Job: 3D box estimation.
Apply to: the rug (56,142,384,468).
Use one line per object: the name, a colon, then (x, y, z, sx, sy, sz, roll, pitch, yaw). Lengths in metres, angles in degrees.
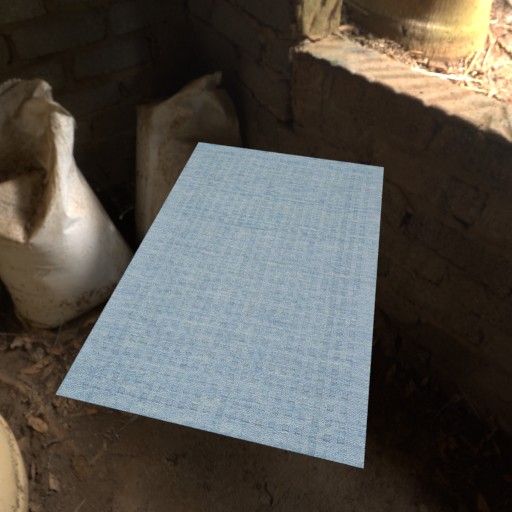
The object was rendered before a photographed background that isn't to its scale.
rug: (0.000, 0.000, 2.849, 1.522, 0.006, 2.286, 10, 48, 9)
